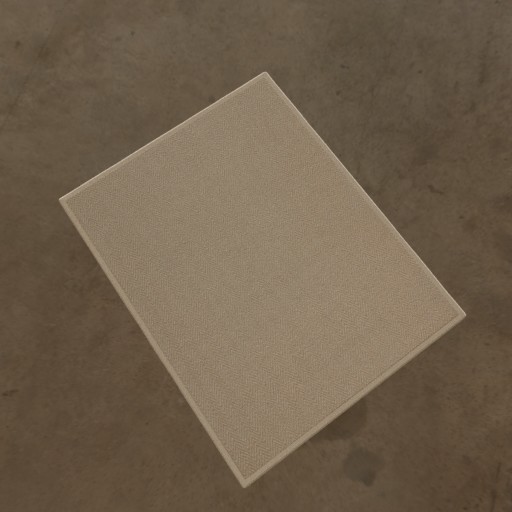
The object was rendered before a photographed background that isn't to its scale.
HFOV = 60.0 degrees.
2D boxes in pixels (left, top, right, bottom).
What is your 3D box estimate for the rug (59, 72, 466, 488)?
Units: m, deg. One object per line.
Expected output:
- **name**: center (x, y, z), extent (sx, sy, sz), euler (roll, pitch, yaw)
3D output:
- **rug**: center (0.000, 0.000, 4.042), extent (2.407, 0.020, 3.051), euler (-35, 78, -8)
